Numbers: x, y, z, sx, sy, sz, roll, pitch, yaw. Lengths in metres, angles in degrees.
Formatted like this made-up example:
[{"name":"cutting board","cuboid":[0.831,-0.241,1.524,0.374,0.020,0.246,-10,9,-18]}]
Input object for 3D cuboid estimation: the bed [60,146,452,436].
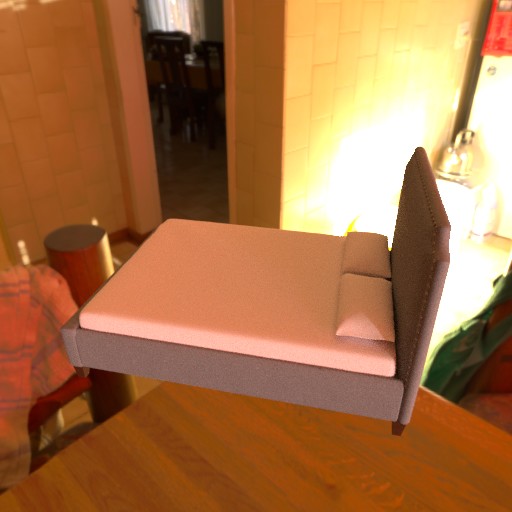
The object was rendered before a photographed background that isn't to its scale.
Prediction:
[{"name":"bed","cuboid":[0.000,0.000,3.363,2.372,1.443,1.712,7,31,11]}]
